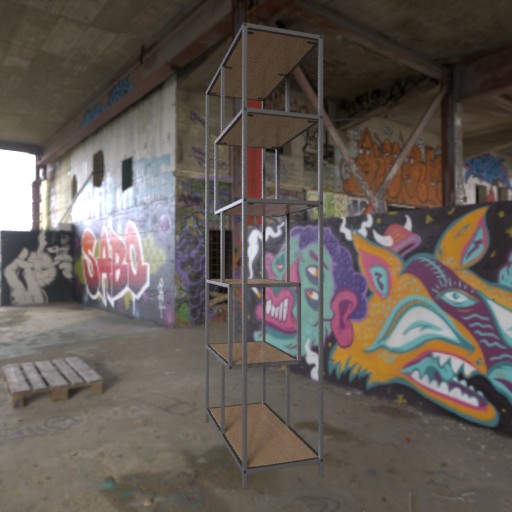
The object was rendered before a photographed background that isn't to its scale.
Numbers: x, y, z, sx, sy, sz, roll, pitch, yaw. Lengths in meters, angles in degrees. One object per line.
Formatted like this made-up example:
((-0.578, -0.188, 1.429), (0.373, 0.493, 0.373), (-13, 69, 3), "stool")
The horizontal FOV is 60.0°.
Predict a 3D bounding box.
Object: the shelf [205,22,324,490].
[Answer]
((0.000, 0.000, 2.172), (0.350, 1.850, 0.770), (0, -1, -18), "shelf")
